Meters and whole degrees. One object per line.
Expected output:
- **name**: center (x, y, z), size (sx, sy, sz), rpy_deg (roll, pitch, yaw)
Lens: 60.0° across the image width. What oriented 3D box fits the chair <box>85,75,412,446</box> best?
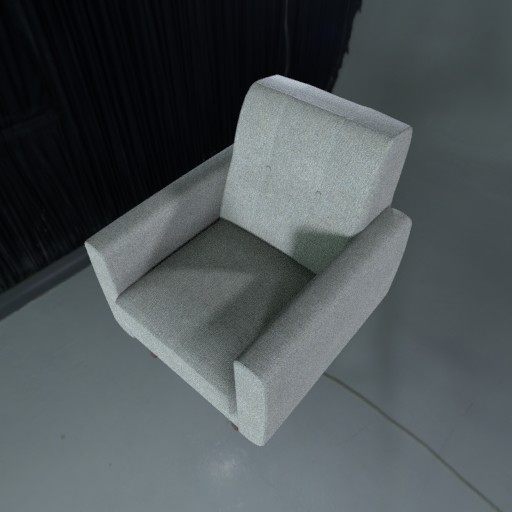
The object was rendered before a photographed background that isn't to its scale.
- **chair**: center (0.000, 0.000, 1.696), size (0.845, 0.968, 0.942), rpy_deg (32, 55, 26)
